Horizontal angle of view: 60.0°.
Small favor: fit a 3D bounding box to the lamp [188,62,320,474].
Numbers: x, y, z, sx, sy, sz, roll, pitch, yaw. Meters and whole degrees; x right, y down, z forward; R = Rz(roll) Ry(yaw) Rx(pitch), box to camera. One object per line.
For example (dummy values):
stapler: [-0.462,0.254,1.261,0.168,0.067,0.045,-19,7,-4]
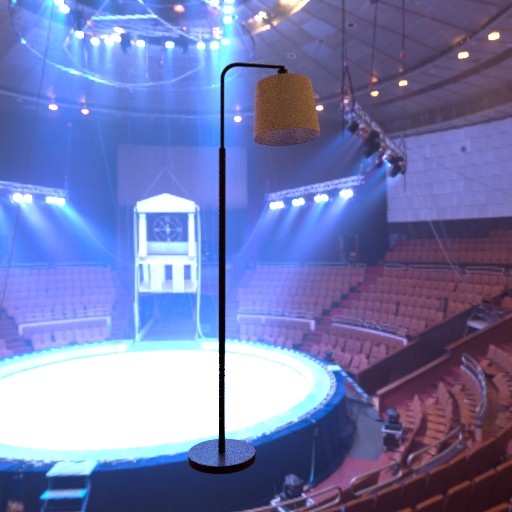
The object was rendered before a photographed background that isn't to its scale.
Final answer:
lamp: [0.000,0.000,1.668,0.508,1.478,0.254,0,-1,-18]
